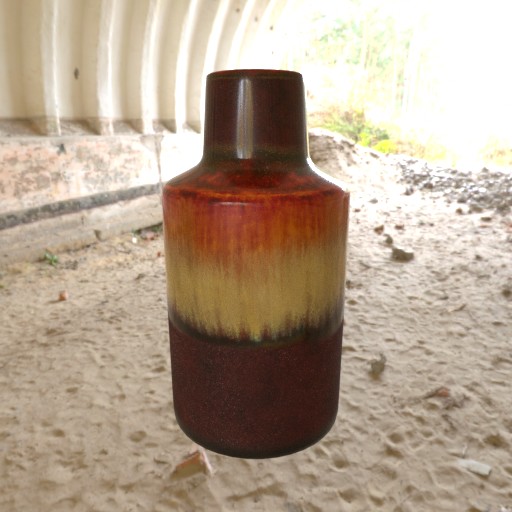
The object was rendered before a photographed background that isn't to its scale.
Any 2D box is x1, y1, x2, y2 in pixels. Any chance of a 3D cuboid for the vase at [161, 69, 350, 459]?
[{"bbox_3d":[0.000,0.000,0.267,0.108,0.204,0.108,0,16,0],"label":"vase"}]
